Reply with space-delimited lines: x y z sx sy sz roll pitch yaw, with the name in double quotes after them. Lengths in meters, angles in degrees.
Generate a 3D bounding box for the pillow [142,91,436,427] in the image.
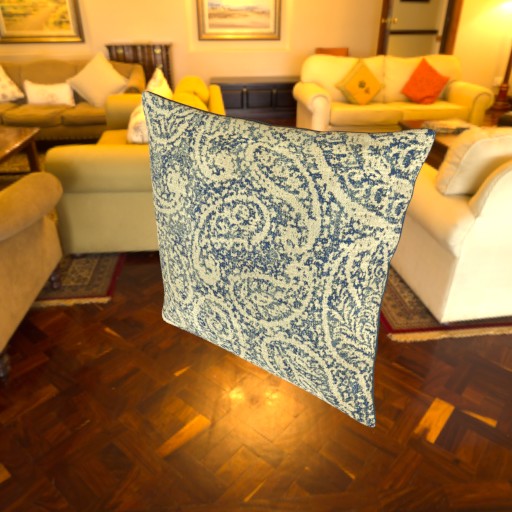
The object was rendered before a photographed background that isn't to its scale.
0.000 0.000 0.783 0.523 0.510 0.166 19 34 31 "pillow"
